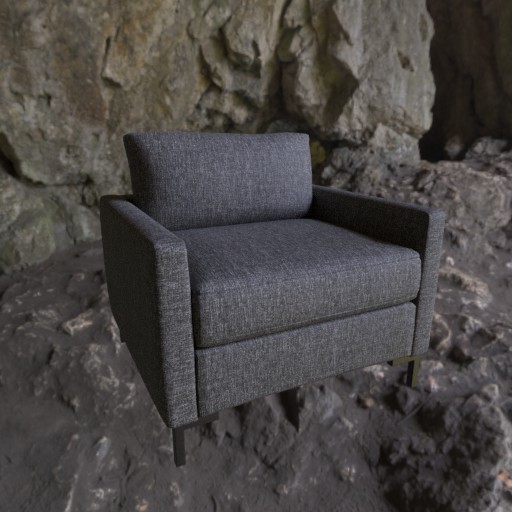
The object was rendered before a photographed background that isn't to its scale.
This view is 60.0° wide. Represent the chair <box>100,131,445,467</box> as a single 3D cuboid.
[{"bbox_3d":[0.000,0.000,1.601,0.963,0.861,0.866,-8,18,-25],"label":"chair"}]
